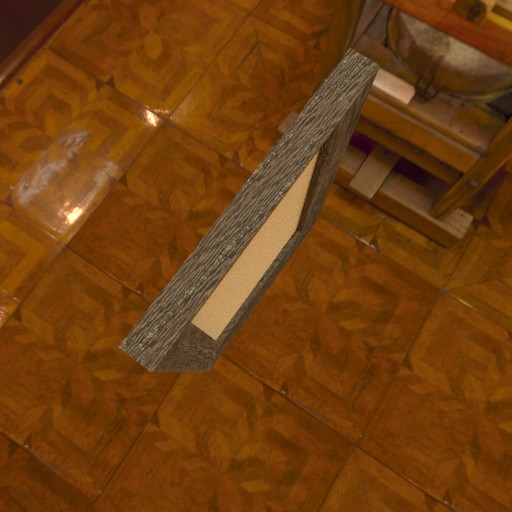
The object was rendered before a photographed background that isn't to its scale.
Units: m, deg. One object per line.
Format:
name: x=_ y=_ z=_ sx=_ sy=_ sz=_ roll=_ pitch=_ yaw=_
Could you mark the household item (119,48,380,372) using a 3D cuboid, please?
household item: x=0.000 y=0.000 z=0.281 sx=0.020 sy=0.210 sz=0.160 roll=35 pitch=78 yaw=8
